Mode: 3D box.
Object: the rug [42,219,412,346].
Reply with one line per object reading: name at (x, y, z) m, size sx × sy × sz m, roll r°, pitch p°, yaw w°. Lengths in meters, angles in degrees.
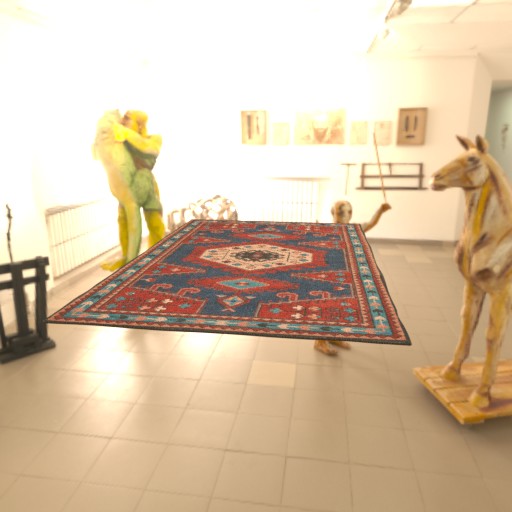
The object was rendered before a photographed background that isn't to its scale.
rug at (0.000, 0.000, 2.275) m, size 1.207 × 0.012 × 1.820 m, roll 2°, pitch 16°, yaw 8°
